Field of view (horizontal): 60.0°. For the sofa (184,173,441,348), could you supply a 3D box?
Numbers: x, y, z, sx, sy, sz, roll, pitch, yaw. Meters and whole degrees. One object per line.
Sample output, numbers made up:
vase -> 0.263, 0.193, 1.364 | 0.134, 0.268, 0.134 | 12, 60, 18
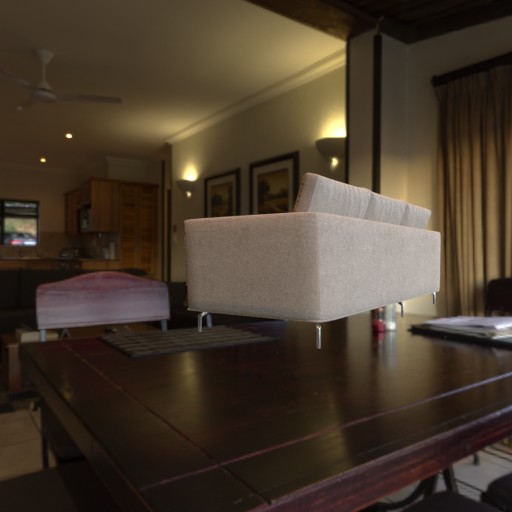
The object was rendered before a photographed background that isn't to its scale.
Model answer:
sofa -> 0.000, 0.000, 3.729 | 2.438, 0.864, 2.438 | 0, 0, 36
